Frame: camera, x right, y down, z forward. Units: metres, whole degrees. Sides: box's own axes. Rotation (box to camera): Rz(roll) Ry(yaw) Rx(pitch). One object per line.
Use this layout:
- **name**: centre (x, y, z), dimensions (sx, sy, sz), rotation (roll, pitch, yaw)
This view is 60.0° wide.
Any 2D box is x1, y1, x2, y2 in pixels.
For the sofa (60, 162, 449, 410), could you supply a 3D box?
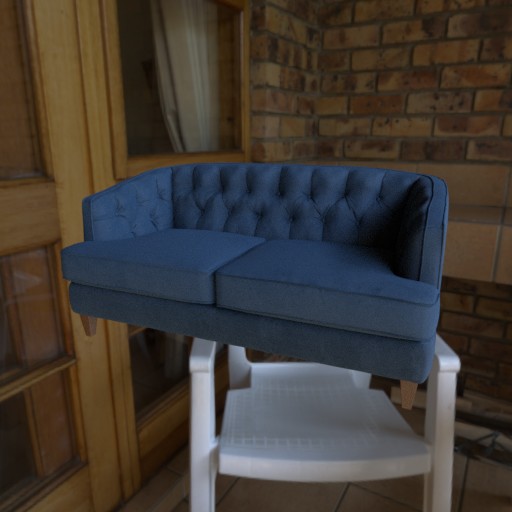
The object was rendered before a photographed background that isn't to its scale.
- **sofa**: centre (0.000, 0.000, 2.216), dimensions (1.733, 0.854, 0.941), rotation (7, 17, 23)
